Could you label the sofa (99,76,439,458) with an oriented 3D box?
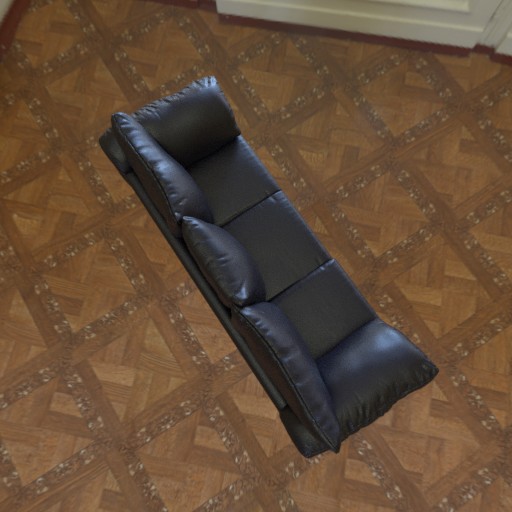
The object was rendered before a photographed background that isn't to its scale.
[{"bbox_3d":[0.000,0.000,2.811,0.880,1.073,2.336,-33,78,-8],"label":"sofa"}]
